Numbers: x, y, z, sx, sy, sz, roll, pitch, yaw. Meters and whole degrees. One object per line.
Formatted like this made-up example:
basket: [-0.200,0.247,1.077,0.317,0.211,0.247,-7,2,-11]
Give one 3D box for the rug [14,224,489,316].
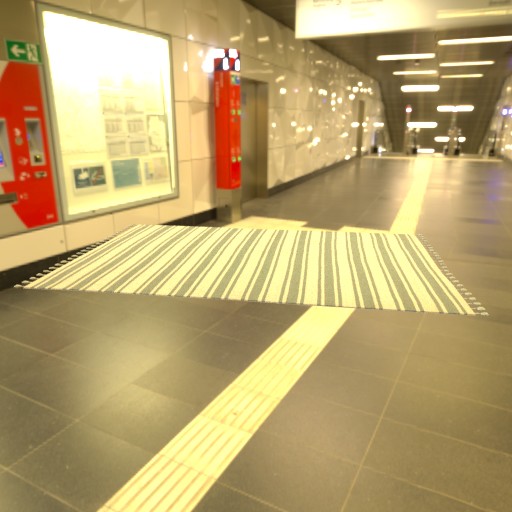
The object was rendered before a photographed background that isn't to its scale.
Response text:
rug: [0.000,0.000,2.928,2.410,0.011,1.539,3,17,8]
